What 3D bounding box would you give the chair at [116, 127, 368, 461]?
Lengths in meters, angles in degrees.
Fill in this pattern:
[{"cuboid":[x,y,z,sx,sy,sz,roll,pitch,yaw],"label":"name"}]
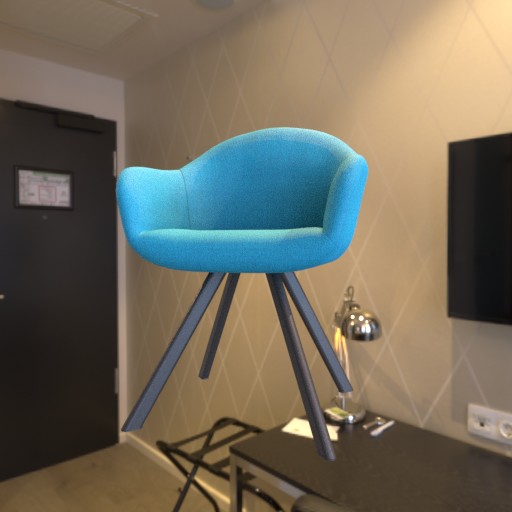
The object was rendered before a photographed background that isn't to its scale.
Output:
[{"cuboid":[0.000,0.000,1.199,0.590,0.795,0.550,0,2,17],"label":"chair"}]
